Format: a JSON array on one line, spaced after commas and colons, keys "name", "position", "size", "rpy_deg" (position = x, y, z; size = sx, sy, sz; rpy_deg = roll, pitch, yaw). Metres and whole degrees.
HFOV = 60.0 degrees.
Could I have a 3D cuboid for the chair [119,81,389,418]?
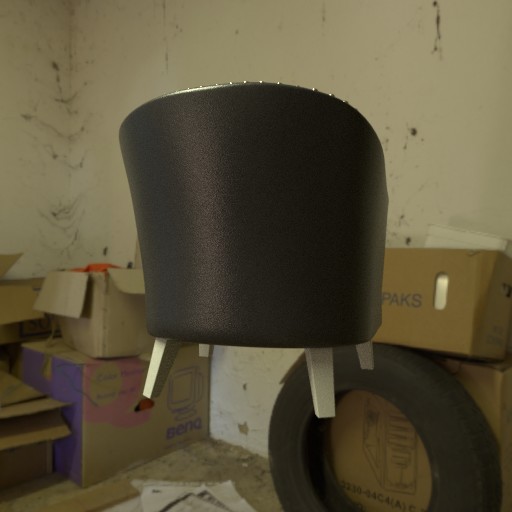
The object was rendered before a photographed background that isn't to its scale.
[{"name": "chair", "position": [0.000, 0.000, 1.406], "size": [0.794, 0.823, 0.748], "rpy_deg": [0, 0, 18]}]
